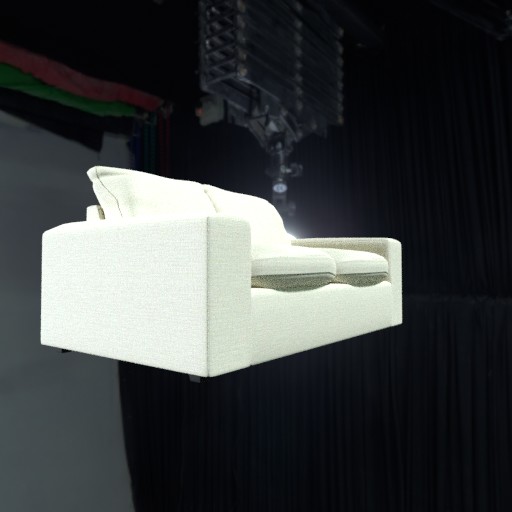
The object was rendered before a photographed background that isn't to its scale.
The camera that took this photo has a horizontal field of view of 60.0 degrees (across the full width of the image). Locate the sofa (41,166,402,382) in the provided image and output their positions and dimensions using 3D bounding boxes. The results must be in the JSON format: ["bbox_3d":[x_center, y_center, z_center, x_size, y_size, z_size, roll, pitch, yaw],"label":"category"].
[{"bbox_3d":[0.000,0.000,2.358,1.091,0.875,1.754,-1,-2,37],"label":"sofa"}]
